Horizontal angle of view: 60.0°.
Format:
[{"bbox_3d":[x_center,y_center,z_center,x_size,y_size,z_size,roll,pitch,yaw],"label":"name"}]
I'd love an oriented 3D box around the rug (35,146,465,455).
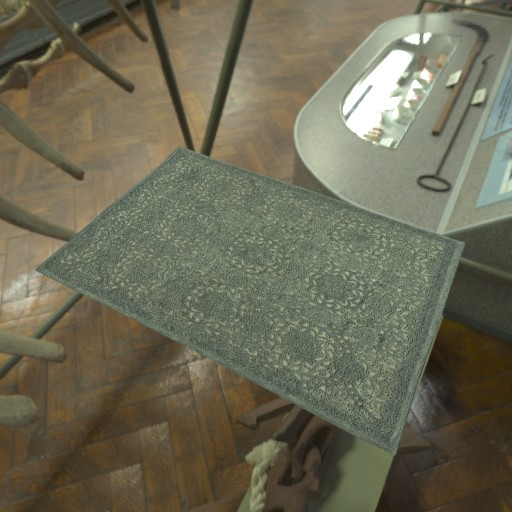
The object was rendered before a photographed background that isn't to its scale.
[{"bbox_3d":[0.000,0.000,2.253,1.830,0.016,1.224,22,51,19],"label":"rug"}]
